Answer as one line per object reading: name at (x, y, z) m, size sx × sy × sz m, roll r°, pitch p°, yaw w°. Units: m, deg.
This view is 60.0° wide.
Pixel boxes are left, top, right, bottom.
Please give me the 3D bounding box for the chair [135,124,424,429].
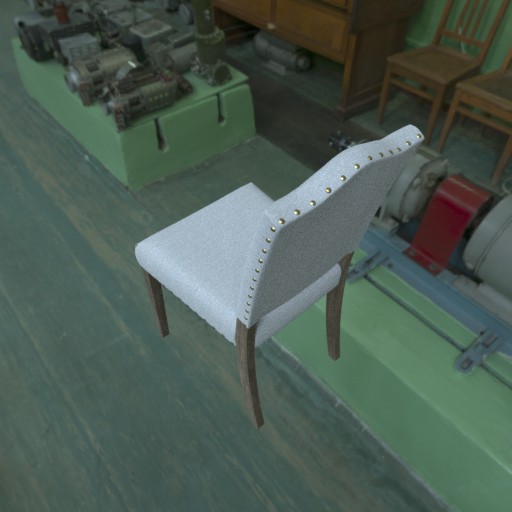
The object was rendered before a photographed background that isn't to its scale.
chair at (0.000, 0.000, 1.342) m, size 0.508 × 1.020 × 0.620 m, roll -33°, pitch 55°, yaw -27°
